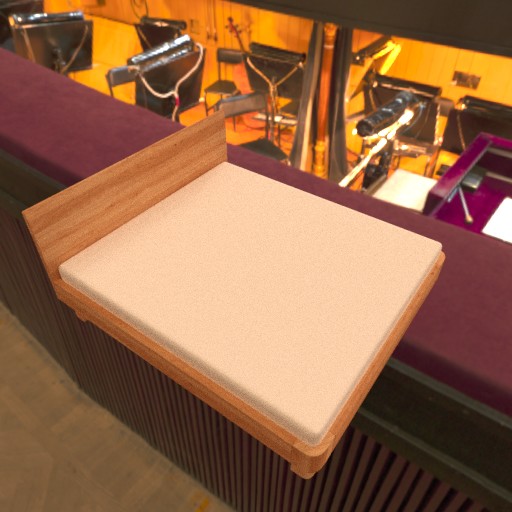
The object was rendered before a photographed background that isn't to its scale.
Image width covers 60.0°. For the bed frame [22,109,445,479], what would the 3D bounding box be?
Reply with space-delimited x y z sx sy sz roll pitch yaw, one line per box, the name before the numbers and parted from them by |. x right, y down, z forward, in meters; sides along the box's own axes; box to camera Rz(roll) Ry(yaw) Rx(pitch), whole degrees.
bed frame | 0.000 0.000 3.048 2.092 0.940 1.872 26 47 26
